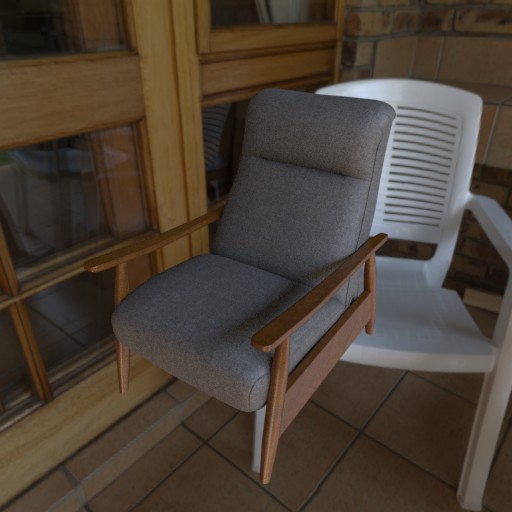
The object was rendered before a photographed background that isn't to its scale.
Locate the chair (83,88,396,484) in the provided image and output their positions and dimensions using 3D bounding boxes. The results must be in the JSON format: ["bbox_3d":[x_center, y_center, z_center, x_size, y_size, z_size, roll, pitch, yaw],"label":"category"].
[{"bbox_3d":[0.000,0.000,1.735,0.762,1.081,1.014,19,35,29],"label":"chair"}]
